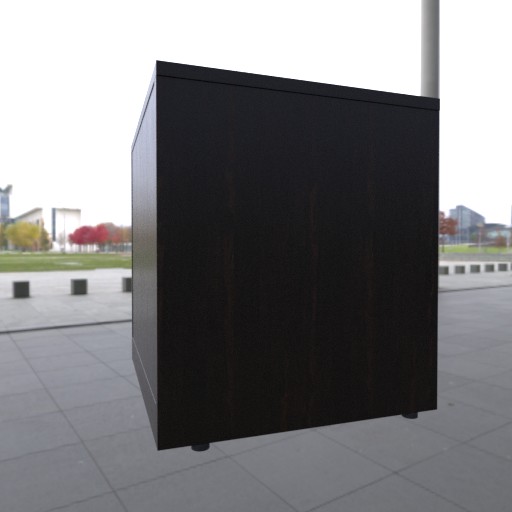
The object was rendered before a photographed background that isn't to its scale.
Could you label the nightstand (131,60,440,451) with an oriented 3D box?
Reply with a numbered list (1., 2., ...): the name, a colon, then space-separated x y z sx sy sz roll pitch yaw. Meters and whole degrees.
1. nightstand: 0.000 0.000 0.842 0.427 0.487 0.489 0 1 -19
